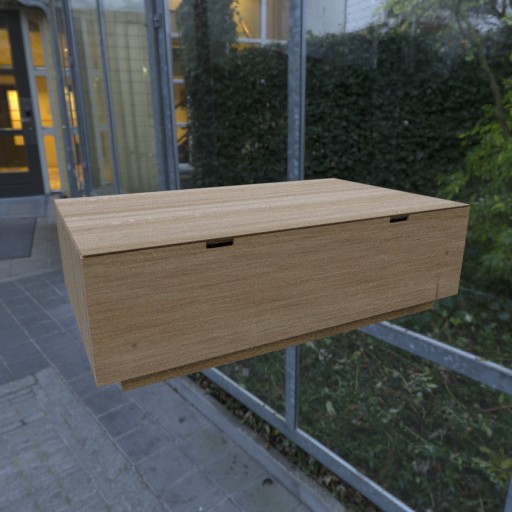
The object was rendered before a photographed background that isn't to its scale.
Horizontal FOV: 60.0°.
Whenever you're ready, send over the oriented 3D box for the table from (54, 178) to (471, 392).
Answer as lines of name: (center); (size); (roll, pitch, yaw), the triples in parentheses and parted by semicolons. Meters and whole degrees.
table: (0.000, 0.000, 1.432); (1.110, 0.353, 0.678); (-9, 20, -26)
